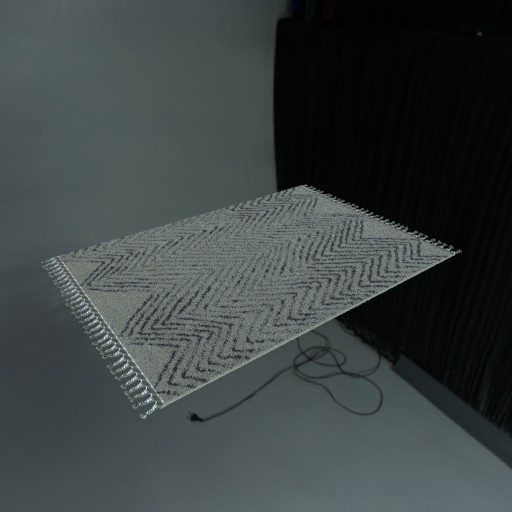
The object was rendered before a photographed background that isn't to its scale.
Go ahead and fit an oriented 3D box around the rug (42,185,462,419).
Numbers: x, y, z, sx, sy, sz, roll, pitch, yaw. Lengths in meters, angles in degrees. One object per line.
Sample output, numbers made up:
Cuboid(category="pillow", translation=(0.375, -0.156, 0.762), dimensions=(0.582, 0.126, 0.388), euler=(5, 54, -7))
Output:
Cuboid(category="rug", translation=(0.000, 0.000, 2.308), dimensions=(1.847, 0.014, 1.230), euler=(-20, 36, -31))
